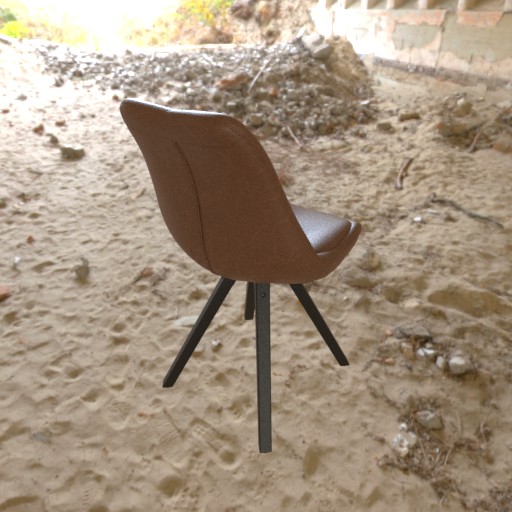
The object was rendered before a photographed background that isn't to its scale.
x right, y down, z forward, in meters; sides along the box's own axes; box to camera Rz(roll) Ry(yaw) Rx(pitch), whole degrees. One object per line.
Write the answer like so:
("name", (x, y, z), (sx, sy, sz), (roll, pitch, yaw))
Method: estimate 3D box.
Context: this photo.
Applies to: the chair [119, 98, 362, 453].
("chair", (0.000, 0.000, 1.187), (0.475, 0.850, 0.550), (21, 35, 32))
